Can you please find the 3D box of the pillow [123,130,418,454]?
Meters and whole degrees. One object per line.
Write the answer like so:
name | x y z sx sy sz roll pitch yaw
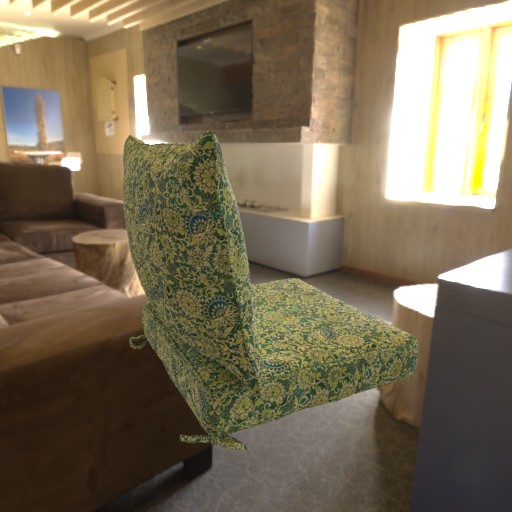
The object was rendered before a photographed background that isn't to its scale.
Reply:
pillow | 0.000 0.000 1.357 0.740 0.722 0.798 -7 16 -26
